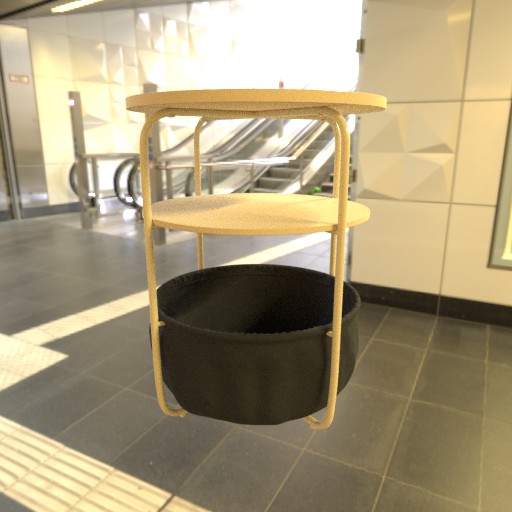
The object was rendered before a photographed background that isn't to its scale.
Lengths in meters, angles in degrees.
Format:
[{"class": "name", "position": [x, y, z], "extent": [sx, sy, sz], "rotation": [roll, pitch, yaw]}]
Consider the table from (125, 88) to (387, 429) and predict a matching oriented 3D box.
[{"class": "table", "position": [0.000, 0.000, 0.806], "extent": [0.418, 0.532, 0.418], "rotation": [2, 15, 8]}]
